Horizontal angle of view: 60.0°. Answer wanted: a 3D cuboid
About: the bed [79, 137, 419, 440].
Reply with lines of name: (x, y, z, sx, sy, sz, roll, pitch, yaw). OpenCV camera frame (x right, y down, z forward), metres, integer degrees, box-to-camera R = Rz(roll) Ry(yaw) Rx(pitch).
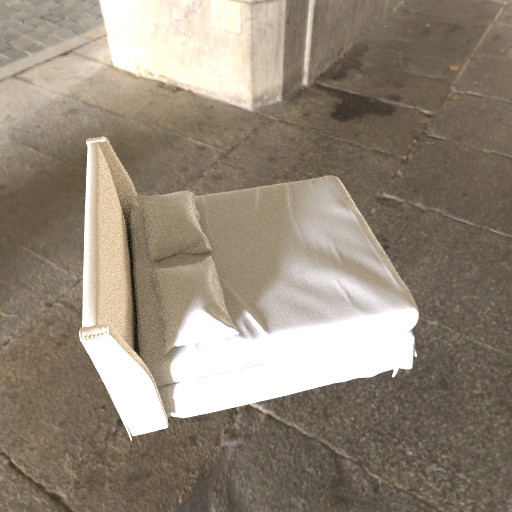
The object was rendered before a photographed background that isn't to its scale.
bed: (0.000, 0.000, 3.472, 2.276, 1.332, 1.925, -10, 48, -9)
